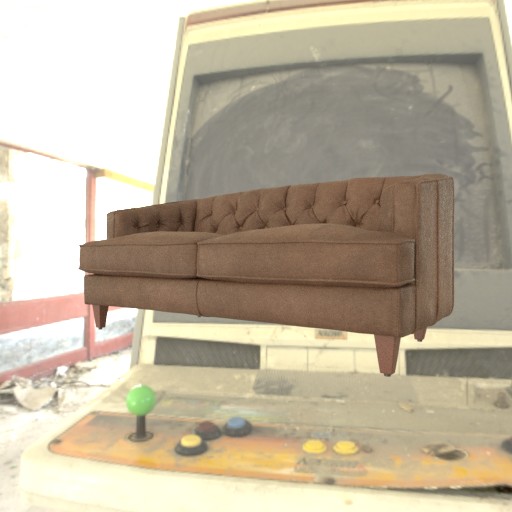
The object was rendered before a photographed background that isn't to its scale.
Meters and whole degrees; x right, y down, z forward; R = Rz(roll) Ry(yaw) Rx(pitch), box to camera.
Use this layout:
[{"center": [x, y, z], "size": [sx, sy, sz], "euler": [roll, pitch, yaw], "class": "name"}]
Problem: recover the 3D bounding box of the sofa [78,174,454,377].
[{"center": [0.000, 0.000, 2.220], "size": [1.767, 0.799, 0.917], "euler": [0, 0, 36], "class": "sofa"}]
